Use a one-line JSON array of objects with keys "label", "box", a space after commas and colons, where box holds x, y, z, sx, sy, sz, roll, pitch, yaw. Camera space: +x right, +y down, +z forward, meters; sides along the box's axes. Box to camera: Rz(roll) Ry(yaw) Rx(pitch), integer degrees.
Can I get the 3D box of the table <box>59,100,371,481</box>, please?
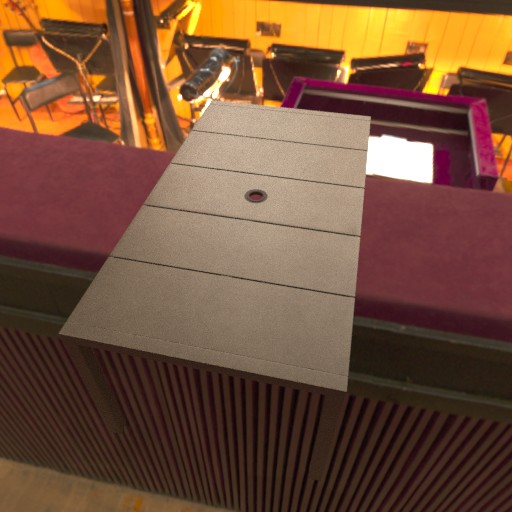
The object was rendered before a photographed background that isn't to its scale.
[{"label": "table", "box": [0.000, 0.000, 2.177, 0.914, 0.735, 1.680, 9, 46, 9]}]
